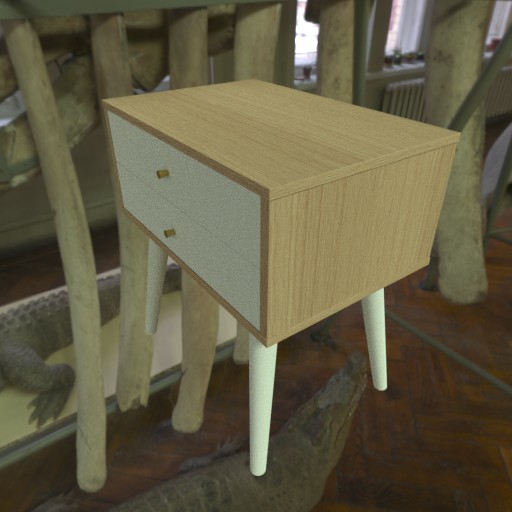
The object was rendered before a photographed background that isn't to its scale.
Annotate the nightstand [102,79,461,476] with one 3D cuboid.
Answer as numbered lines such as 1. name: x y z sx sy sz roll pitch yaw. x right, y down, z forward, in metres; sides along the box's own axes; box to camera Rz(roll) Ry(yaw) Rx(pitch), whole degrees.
1. nightstand: 0.000 0.000 0.974 0.407 0.610 0.571 -21 38 -30
